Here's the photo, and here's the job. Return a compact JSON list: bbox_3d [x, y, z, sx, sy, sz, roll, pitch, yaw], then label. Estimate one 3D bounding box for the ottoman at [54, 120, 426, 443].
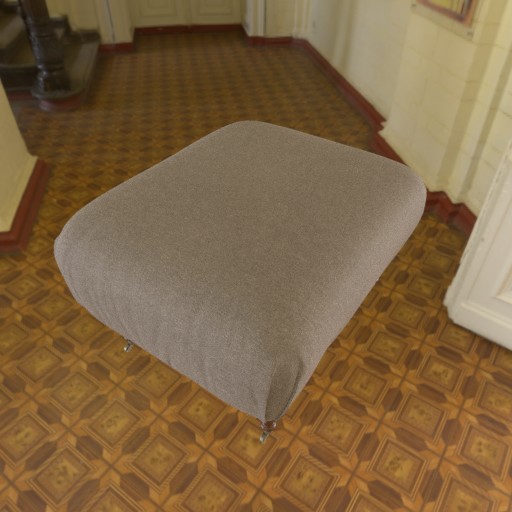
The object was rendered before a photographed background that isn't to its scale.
[{"bbox_3d":[0.000,0.000,1.129,0.622,0.450,0.747,24,46,26],"label":"ottoman"}]
